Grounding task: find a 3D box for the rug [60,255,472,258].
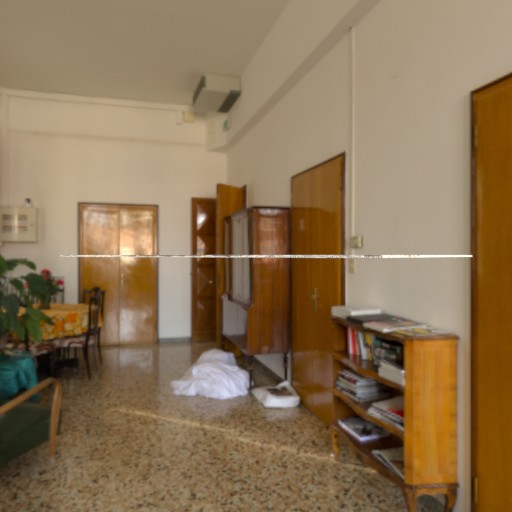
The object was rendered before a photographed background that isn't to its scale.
[{"bbox_3d":[0.000,0.000,4.825,3.824,0.019,2.393,0,0,38],"label":"rug"}]
